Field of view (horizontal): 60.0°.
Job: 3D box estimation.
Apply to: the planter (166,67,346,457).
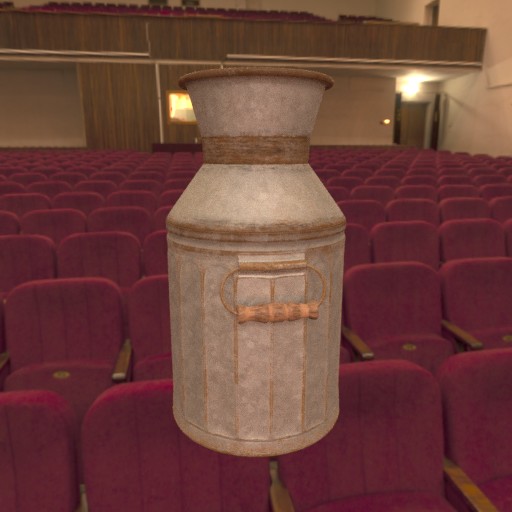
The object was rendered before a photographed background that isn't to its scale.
[{"bbox_3d":[0.000,0.000,0.534,0.214,0.396,0.245,-2,13,-9],"label":"planter"}]
